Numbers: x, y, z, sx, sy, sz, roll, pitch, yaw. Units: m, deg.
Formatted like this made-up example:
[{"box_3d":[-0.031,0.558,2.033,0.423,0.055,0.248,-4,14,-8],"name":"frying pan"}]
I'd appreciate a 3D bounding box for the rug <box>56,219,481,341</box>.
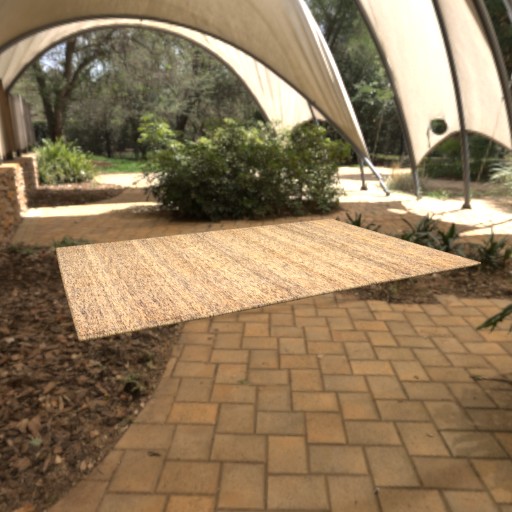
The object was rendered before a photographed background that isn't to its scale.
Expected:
[{"box_3d":[0.000,0.000,2.291,1.846,0.014,1.243,-8,18,-25],"name":"rug"}]
